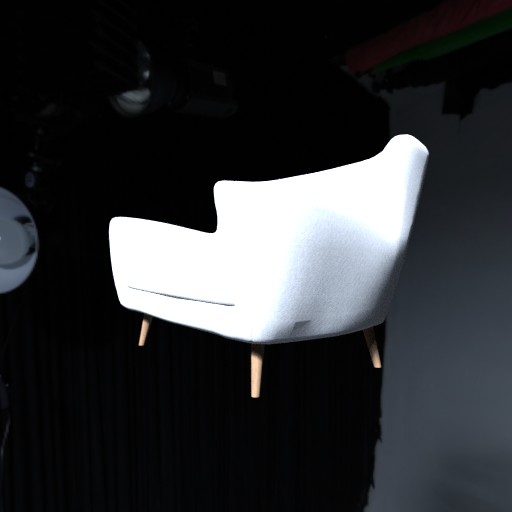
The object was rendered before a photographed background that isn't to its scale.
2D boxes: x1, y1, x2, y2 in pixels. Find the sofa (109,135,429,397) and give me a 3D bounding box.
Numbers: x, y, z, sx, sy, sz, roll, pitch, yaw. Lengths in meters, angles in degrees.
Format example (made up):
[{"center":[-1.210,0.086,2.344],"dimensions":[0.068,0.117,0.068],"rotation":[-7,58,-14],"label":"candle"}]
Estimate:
[{"center":[0.000,0.000,1.993],"dimensions":[0.921,0.878,1.424],"rotation":[0,0,-36],"label":"sofa"}]
